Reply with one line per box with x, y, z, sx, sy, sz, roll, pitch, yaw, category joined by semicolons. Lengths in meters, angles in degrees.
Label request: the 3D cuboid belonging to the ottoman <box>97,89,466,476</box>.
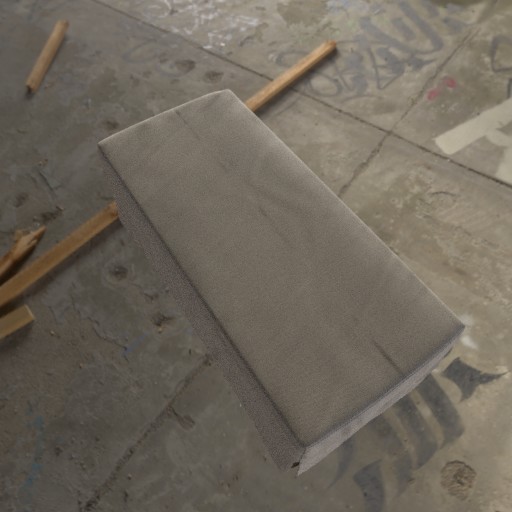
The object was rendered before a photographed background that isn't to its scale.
0.000;0.000;1.682;0.665;0.457;1.388;-30;62;-17;ottoman
